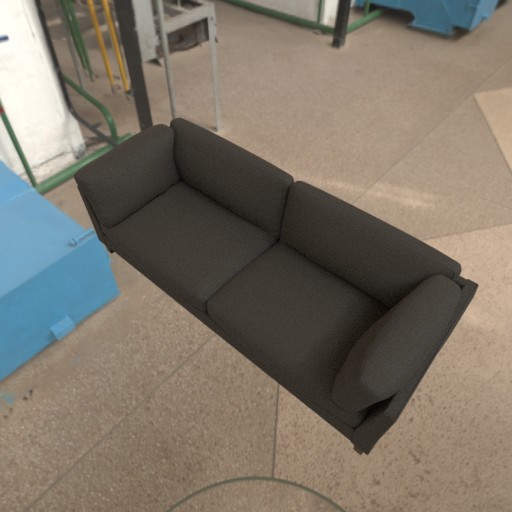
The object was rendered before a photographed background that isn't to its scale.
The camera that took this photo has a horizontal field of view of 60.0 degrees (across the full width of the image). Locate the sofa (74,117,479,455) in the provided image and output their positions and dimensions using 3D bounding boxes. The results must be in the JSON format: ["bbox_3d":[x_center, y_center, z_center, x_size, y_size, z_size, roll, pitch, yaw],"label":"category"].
[{"bbox_3d":[0.000,0.000,2.698,2.312,0.792,0.969,33,56,26],"label":"sofa"}]
